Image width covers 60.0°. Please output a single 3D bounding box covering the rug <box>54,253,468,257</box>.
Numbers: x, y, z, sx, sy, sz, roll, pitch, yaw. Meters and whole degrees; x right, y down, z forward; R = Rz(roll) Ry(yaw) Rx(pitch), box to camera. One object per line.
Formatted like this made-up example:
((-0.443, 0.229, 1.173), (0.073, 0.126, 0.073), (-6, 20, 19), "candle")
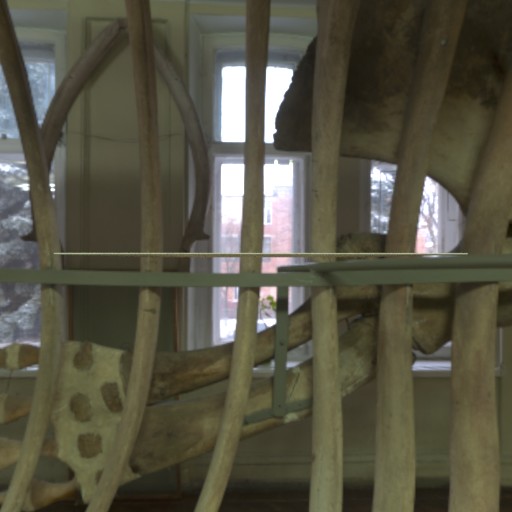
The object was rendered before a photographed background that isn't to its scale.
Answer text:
((0.000, 0.000, 4.120), (2.453, 0.010, 3.037), (0, 0, -2), "rug")
